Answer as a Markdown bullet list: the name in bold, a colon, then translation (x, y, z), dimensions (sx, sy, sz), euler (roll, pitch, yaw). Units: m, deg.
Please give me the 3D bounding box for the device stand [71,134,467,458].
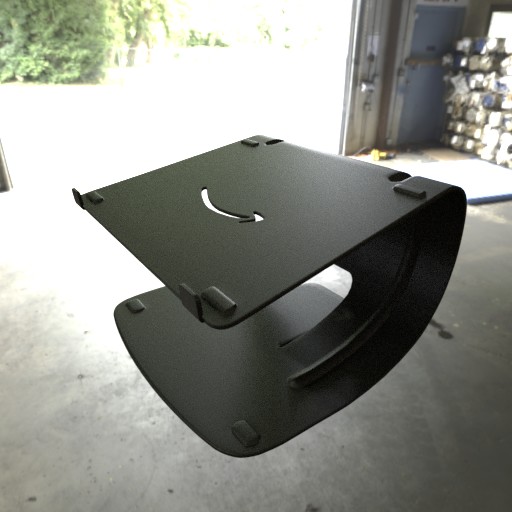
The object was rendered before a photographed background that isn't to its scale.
- **device stand**: translation (0.000, 0.000, 0.390), dimensions (0.236, 0.155, 0.256), euler (-17, 31, -31)
